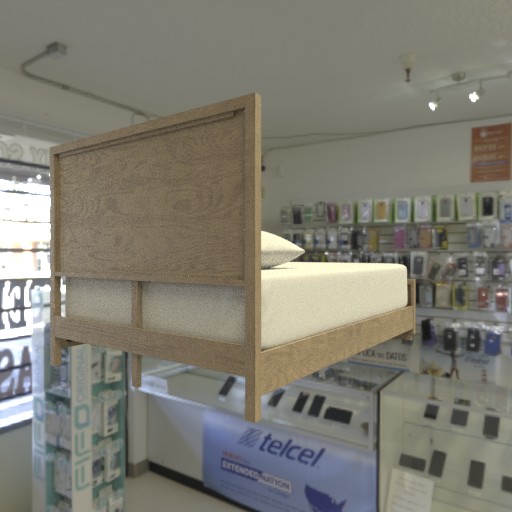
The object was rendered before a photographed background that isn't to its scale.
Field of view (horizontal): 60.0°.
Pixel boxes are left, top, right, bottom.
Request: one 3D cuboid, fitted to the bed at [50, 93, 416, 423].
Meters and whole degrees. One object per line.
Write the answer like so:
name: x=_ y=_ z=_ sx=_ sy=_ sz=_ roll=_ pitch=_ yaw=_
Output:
bed: x=0.000 y=0.000 z=3.193 sx=1.606 sy=1.369 sz=2.189 roll=0 pitch=1 yaw=36
